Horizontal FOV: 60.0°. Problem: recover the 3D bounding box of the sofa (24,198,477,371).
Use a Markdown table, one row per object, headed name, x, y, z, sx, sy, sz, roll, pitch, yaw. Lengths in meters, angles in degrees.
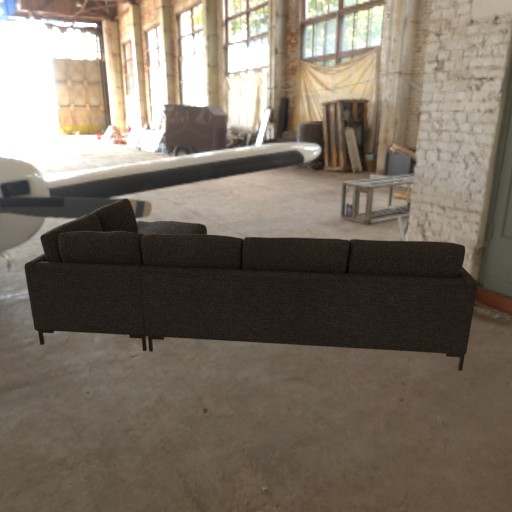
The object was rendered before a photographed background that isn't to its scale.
| name | x | y | z | sx | sy | sz | roll | pitch | yaw |
| --- | --- | --- | --- | --- | --- | --- | --- | --- | --- |
| sofa | 0.000 | 0.000 | 3.790 | 2.949 | 0.815 | 2.007 | 2 | 18 | 6 |
